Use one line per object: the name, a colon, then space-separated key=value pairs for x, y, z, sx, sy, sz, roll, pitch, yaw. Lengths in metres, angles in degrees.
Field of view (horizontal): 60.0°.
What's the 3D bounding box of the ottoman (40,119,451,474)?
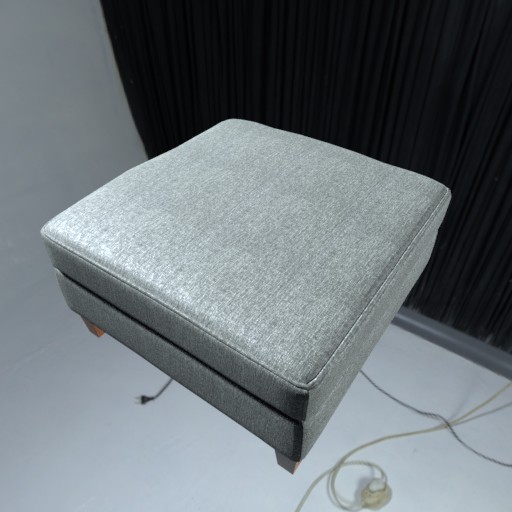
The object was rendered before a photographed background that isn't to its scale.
ottoman: x=0.000 y=0.000 z=1.324 sx=0.838 sy=0.481 sz=0.838 roll=25 pitch=47 yaw=26
